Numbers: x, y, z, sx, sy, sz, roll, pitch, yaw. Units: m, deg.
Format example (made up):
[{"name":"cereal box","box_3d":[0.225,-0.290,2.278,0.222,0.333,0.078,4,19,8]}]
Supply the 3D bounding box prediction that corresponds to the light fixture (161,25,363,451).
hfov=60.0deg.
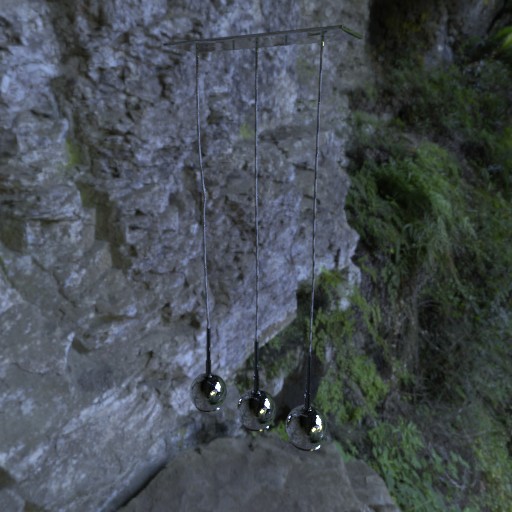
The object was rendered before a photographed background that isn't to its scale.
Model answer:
[{"name":"light fixture","box_3d":[0.000,0.000,1.589,0.623,1.408,0.188,10,20,28]}]
